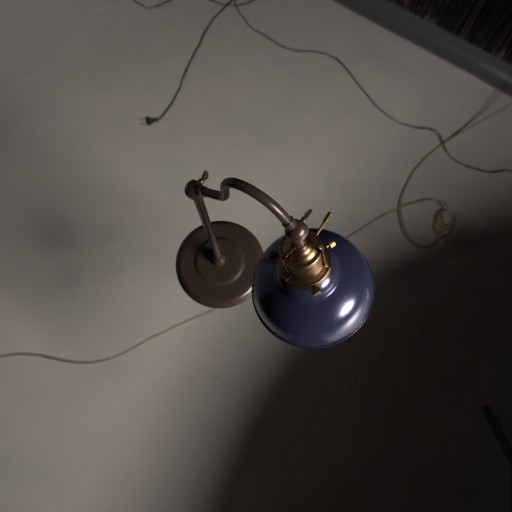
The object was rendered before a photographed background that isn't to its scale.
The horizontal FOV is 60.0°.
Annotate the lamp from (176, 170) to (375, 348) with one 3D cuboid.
[{"bbox_3d":[0.000,0.000,0.694,0.374,0.508,0.192,32,77,8],"label":"lamp"}]
